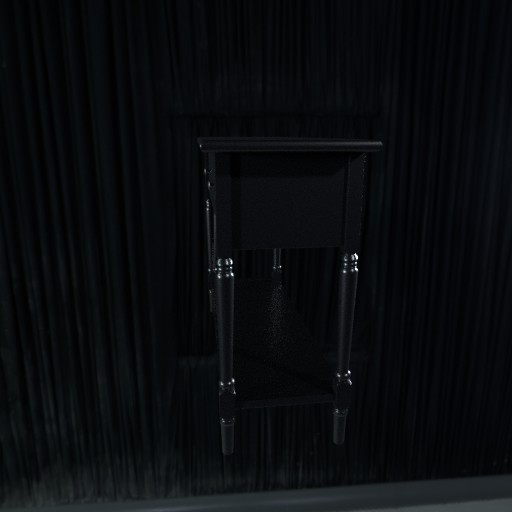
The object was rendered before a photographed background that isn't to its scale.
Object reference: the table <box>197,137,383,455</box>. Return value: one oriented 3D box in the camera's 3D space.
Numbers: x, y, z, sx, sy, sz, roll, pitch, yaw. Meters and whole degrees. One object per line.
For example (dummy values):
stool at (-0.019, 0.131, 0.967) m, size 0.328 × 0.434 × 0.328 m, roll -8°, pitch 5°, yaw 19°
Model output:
table at (0.000, 0.000, 1.591) m, size 0.386 × 0.819 × 1.191 m, roll -2°, pitch 15°, yaw -7°
